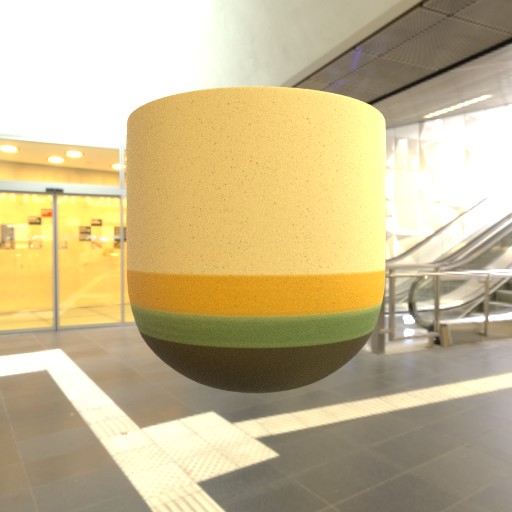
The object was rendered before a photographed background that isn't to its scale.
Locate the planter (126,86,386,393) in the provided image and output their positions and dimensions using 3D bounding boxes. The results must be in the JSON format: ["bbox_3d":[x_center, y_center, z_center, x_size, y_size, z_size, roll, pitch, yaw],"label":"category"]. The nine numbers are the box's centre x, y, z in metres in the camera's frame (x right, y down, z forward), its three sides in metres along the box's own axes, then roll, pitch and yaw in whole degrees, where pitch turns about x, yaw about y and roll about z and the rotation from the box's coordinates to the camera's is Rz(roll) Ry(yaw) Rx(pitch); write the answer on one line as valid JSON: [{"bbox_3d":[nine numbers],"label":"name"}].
[{"bbox_3d":[0.000,0.000,0.478,0.268,0.270,0.268,0,1,0],"label":"planter"}]
